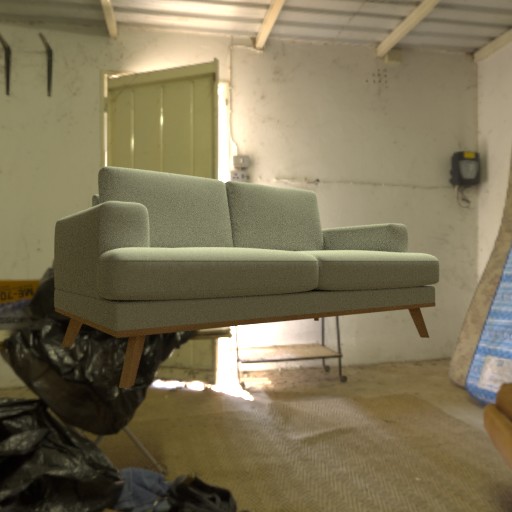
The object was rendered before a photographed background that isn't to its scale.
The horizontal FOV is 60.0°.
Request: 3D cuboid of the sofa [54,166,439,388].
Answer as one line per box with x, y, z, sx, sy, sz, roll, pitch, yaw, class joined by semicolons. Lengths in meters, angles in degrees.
0.000;0.000;2.108;1.651;0.810;0.915;1;-1;-35;sofa
